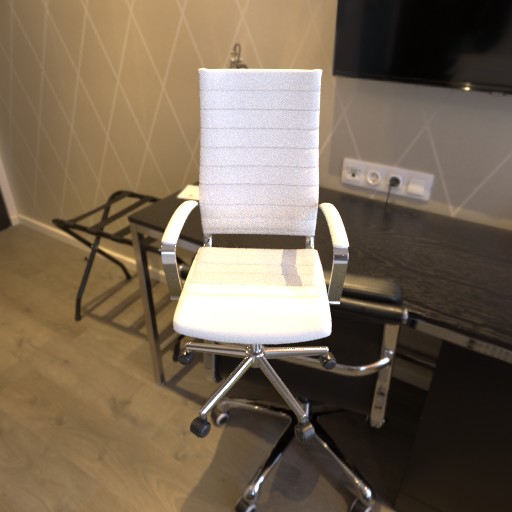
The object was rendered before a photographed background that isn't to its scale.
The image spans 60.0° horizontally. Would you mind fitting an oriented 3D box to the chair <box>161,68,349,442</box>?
[{"bbox_3d":[0.000,0.000,1.570,0.679,1.149,0.679,1,31,2],"label":"chair"}]
